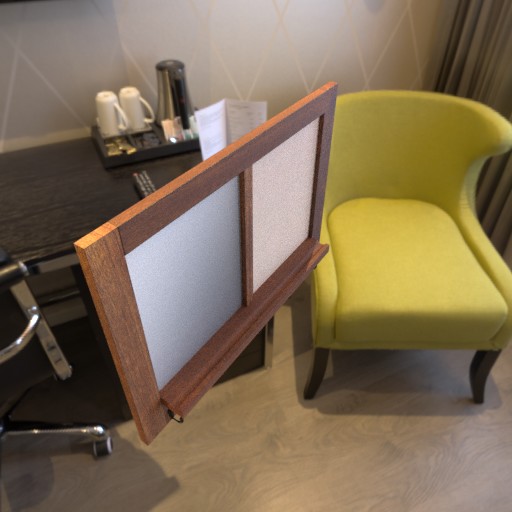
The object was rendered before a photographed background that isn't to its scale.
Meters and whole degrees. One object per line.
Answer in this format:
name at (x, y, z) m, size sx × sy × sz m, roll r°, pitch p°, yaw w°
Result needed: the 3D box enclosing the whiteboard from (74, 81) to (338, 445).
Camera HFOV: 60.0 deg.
whiteboard at (0.000, 0.000, 1.026) m, size 0.083 × 0.559 × 0.783 m, roll 24°, pitch 46°, yaw 25°
